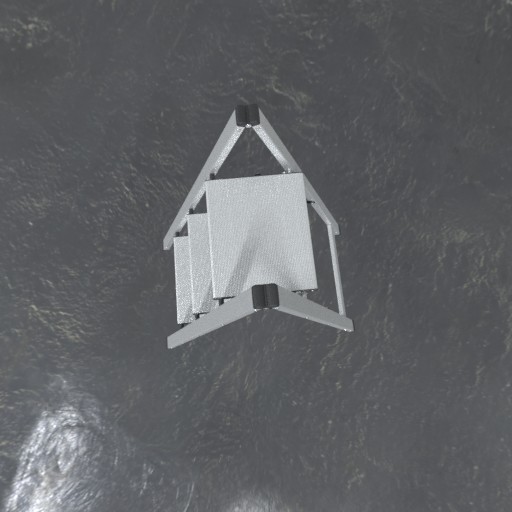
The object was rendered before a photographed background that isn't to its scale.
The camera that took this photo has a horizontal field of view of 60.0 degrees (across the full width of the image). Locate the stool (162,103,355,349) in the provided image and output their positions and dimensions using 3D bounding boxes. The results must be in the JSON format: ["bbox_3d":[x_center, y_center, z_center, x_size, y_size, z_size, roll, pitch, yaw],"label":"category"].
[{"bbox_3d":[0.000,0.000,1.322,0.730,0.902,0.441,-5,76,-1],"label":"stool"}]
